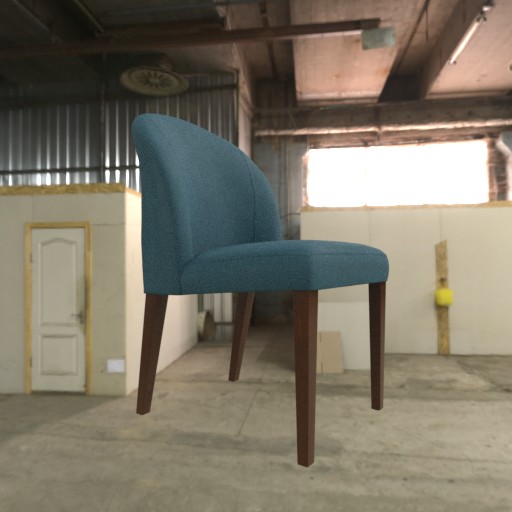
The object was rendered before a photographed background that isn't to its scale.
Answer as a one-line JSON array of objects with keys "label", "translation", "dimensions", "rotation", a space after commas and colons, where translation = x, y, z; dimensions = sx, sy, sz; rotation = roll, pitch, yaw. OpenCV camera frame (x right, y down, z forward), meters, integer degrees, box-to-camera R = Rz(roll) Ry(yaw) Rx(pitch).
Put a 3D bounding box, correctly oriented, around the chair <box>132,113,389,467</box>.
[{"label": "chair", "translation": [0.000, 0.000, 1.256], "dimensions": [0.620, 0.879, 0.507], "rotation": [0, 0, 36]}]
